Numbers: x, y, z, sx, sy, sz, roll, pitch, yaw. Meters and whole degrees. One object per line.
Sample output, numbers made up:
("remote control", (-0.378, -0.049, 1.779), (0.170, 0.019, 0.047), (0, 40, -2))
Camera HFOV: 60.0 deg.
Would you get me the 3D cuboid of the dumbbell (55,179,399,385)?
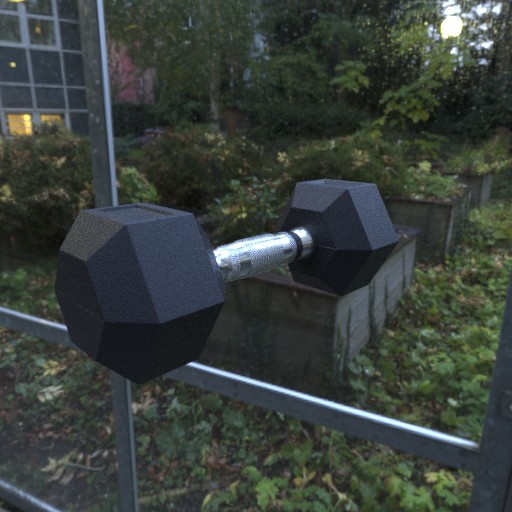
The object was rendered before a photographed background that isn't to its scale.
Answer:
("dumbbell", (0.000, 0.000, 0.332), (0.272, 0.092, 0.106), (-15, 22, -42))
